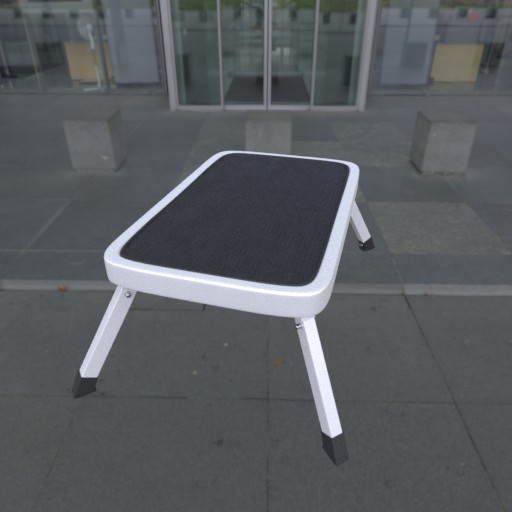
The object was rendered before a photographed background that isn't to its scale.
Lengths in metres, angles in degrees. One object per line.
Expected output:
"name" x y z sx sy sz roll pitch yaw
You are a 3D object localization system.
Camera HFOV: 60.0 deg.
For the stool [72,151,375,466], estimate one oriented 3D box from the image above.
"stool" 0.000 0.000 0.617 0.320 0.170 0.460 9 32 14
